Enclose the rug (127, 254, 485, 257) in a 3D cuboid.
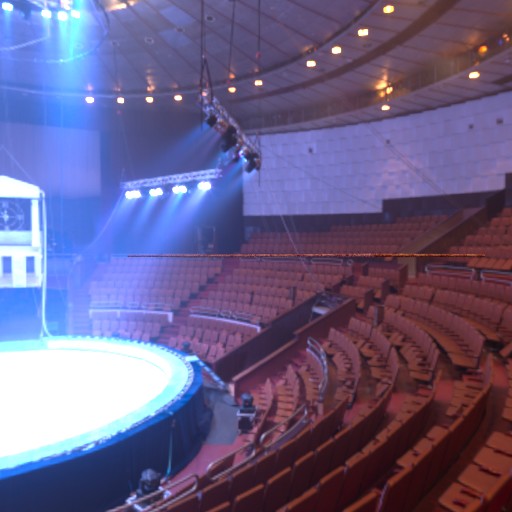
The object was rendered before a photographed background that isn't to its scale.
[{"bbox_3d":[0.000,0.000,2.728,0.750,0.011,2.435,0,0,-36],"label":"rug"}]
